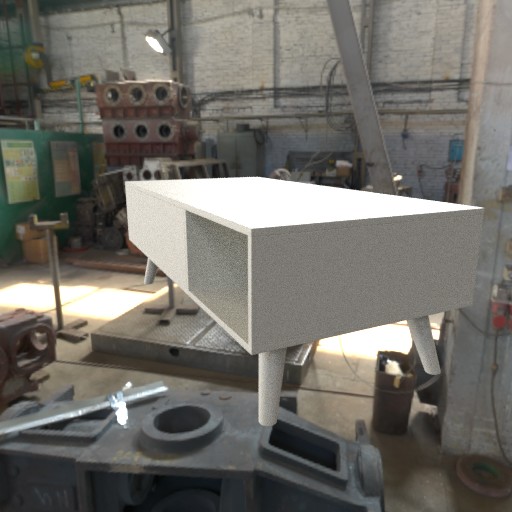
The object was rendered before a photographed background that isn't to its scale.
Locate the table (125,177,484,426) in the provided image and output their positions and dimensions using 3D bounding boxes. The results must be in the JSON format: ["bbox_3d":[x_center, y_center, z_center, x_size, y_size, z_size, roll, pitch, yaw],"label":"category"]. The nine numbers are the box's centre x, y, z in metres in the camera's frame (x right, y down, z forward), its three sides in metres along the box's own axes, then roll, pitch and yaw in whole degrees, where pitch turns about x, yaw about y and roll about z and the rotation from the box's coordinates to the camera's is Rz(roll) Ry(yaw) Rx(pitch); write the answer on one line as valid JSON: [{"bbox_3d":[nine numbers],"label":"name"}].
[{"bbox_3d":[0.000,0.000,1.483,0.609,0.432,1.194,-7,15,-25],"label":"table"}]
